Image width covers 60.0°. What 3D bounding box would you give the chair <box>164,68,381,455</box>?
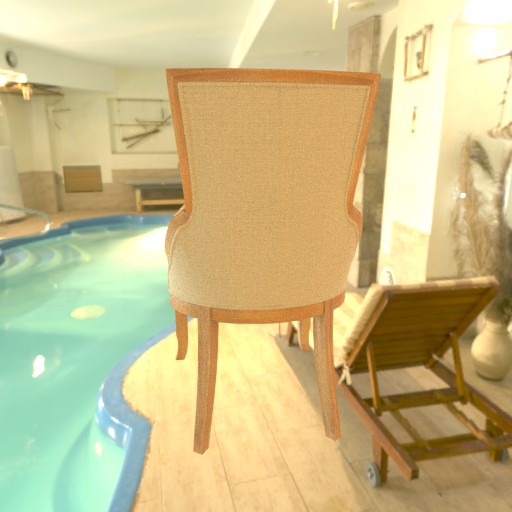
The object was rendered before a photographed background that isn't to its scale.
[{"bbox_3d":[0.000,0.000,1.312,0.524,0.947,0.641,-2,15,-8],"label":"chair"}]
